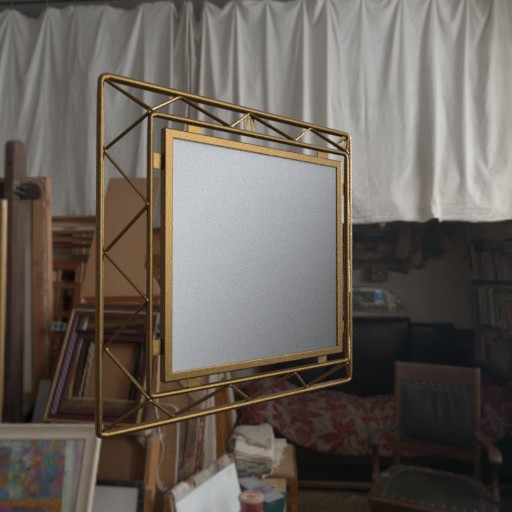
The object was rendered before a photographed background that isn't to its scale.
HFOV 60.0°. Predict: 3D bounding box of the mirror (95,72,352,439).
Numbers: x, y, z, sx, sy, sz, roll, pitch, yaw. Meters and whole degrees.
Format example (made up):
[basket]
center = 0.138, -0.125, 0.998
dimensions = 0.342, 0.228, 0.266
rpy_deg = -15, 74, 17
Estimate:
[mirror]
center = 0.000, 0.000, 0.602
dimensions = 0.416, 0.414, 0.046
rpy_deg = 1, -1, -36
